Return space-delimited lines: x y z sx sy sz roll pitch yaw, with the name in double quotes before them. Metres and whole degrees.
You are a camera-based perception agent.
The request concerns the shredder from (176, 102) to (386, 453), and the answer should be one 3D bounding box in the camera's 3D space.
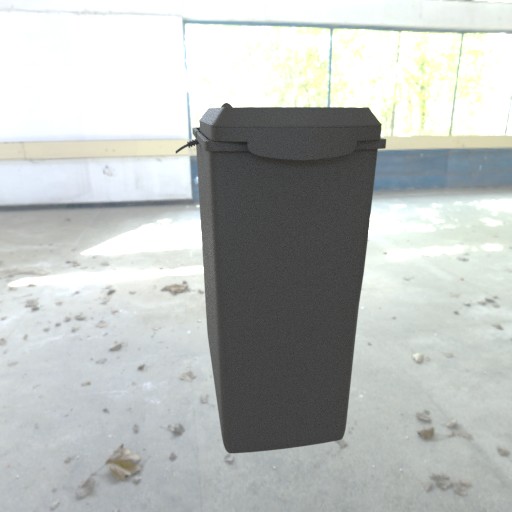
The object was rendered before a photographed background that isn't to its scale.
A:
"shredder" 0.000 0.000 0.513 0.170 0.335 0.320 -3 18 -9
